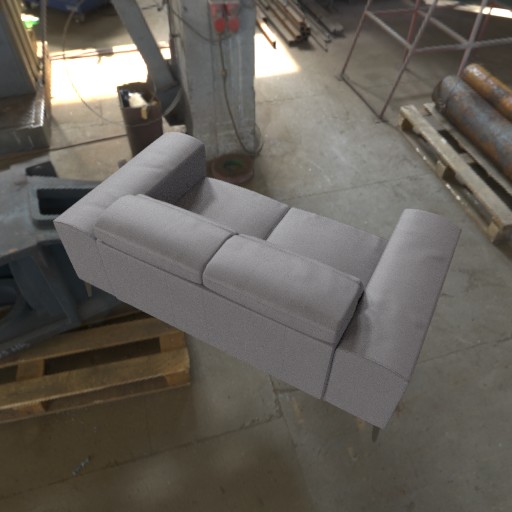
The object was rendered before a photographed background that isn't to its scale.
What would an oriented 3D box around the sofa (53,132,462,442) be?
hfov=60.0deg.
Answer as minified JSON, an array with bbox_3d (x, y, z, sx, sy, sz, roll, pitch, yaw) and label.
[{"bbox_3d":[0.000,0.000,2.442,1.895,0.779,1.003,22,51,19],"label":"sofa"}]
